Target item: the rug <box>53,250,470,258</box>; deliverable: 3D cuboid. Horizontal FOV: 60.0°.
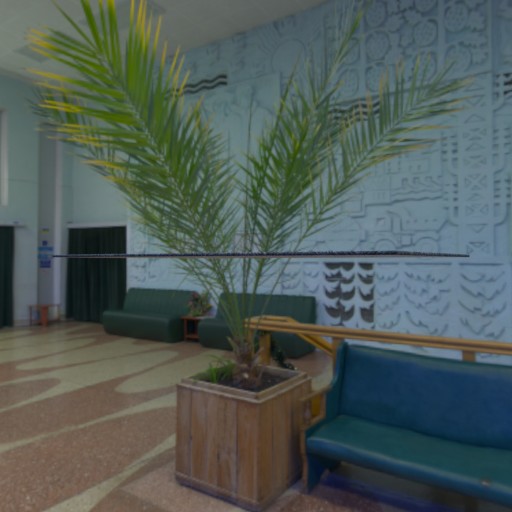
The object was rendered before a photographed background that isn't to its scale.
[{"bbox_3d":[0.000,0.000,2.925,2.330,0.017,1.478,0,-1,35],"label":"rug"}]
